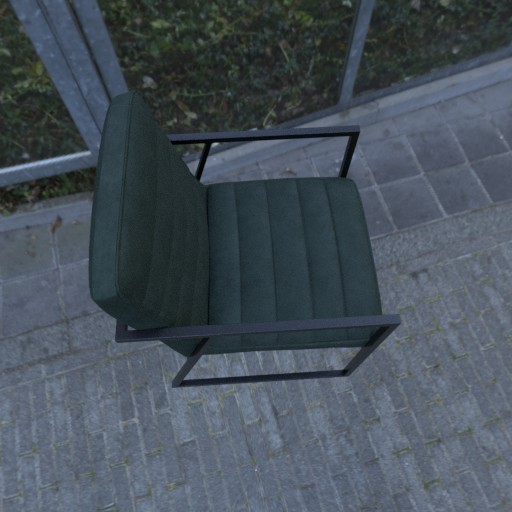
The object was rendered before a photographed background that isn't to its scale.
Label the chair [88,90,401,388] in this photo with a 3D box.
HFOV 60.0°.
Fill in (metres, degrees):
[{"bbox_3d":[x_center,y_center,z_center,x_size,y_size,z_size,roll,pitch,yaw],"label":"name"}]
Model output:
[{"bbox_3d":[0.000,0.000,1.281,0.677,0.833,0.571,-3,64,-1],"label":"chair"}]
